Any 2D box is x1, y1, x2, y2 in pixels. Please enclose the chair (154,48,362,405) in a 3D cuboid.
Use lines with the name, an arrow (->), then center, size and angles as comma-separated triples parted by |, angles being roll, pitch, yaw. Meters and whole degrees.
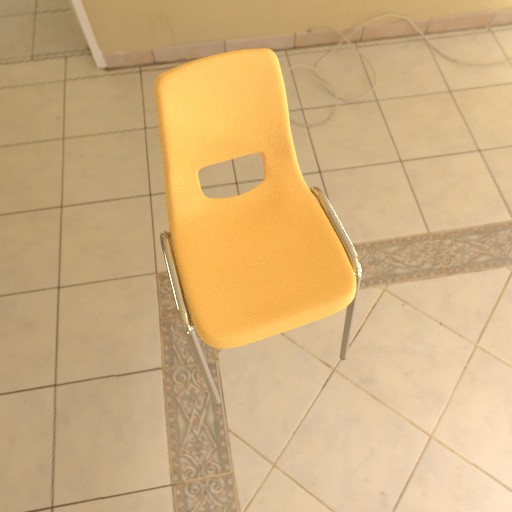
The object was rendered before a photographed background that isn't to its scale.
chair -> 0.000, 0.000, 0.962 | 0.381, 0.704, 0.436 | -17, 65, -8
